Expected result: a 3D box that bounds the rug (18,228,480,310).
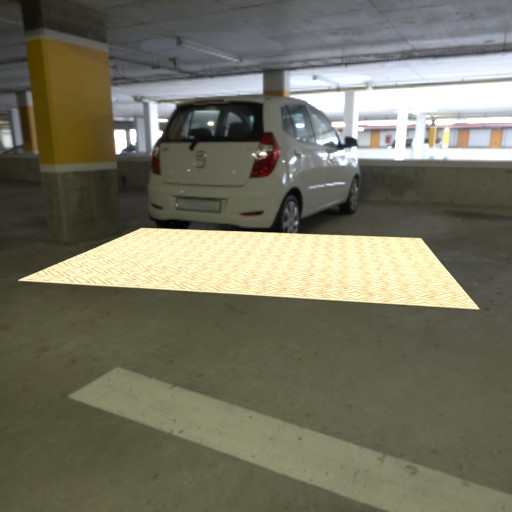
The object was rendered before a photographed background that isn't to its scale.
[{"bbox_3d":[0.000,0.000,2.297,1.828,0.007,1.220,3,14,10],"label":"rug"}]
